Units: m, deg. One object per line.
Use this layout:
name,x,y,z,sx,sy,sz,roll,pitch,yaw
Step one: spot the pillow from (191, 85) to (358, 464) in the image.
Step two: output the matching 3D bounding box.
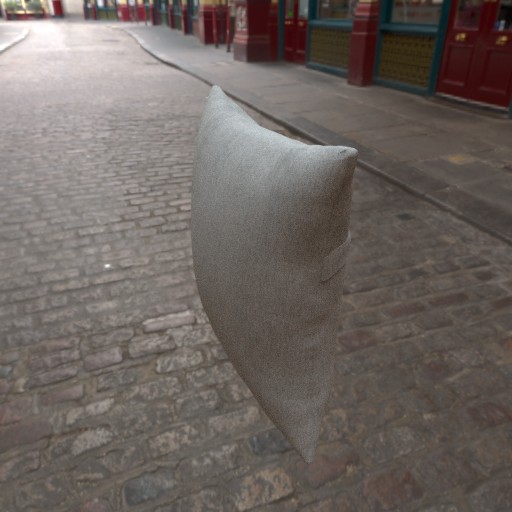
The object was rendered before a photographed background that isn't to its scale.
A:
pillow,0.000,0.000,0.677,0.173,0.436,0.433,-11,31,-19
